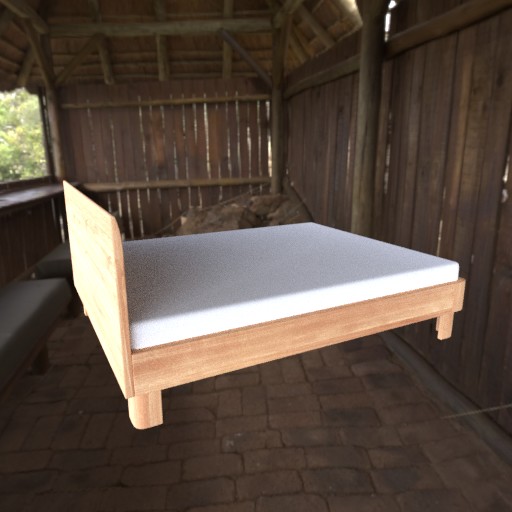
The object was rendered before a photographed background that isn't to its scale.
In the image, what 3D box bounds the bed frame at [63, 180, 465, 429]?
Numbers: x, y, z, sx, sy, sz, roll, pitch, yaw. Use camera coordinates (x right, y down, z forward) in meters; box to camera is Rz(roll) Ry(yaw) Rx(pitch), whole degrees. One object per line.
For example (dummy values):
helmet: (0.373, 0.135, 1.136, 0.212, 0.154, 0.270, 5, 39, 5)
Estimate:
bed frame: (0.000, 0.000, 2.912, 2.092, 0.940, 1.660, -8, 17, -27)
